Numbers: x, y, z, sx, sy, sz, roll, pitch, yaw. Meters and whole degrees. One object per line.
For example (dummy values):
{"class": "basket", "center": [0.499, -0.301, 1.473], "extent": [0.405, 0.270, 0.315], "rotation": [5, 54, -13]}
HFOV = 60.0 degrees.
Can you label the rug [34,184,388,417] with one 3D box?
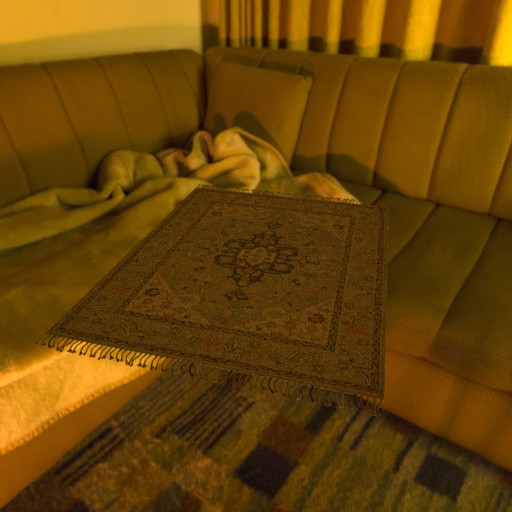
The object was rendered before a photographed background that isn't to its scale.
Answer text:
{"class": "rug", "center": [0.000, 0.000, 3.439], "extent": [1.971, 0.010, 2.651], "rotation": [8, 31, 13]}
